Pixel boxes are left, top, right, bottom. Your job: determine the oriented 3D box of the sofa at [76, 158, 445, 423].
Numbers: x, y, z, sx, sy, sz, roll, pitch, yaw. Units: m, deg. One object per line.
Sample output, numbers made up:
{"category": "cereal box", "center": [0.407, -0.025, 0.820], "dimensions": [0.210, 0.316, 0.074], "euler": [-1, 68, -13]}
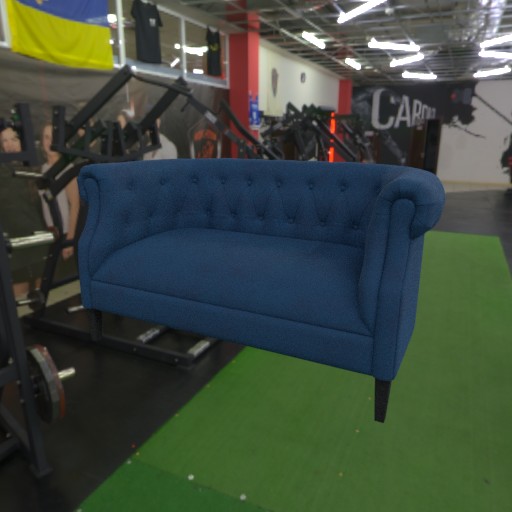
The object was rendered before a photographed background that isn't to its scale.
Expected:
{"category": "sofa", "center": [0.000, 0.000, 2.036], "dimensions": [1.558, 0.827, 0.835], "euler": [8, 18, 26]}
